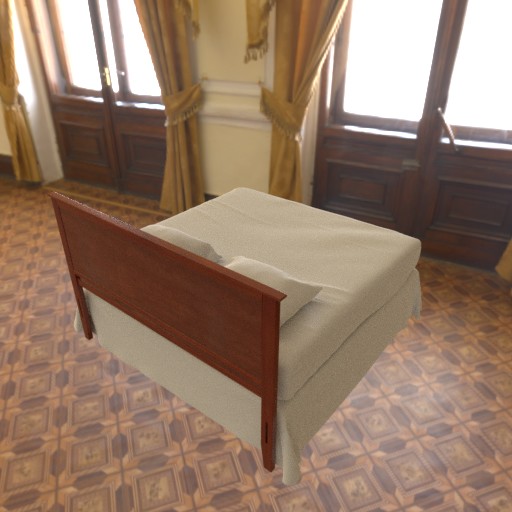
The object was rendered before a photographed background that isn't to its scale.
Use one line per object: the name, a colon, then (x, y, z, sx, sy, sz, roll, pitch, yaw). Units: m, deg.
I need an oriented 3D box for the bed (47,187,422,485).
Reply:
bed: (0.000, 0.000, 3.589, 2.314, 1.271, 2.219, 22, 36, 33)
